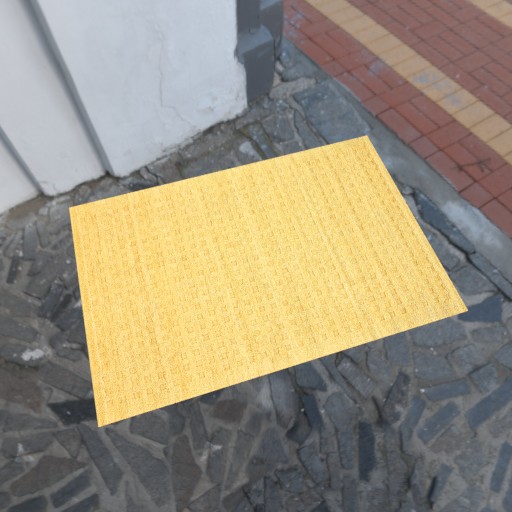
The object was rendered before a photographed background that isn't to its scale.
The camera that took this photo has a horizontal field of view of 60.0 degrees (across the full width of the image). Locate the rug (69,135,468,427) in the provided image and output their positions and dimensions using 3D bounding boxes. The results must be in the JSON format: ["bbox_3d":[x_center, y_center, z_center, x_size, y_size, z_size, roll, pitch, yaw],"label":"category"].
[{"bbox_3d":[0.000,0.000,2.942,2.286,0.006,1.524,-15,62,-8],"label":"rug"}]
